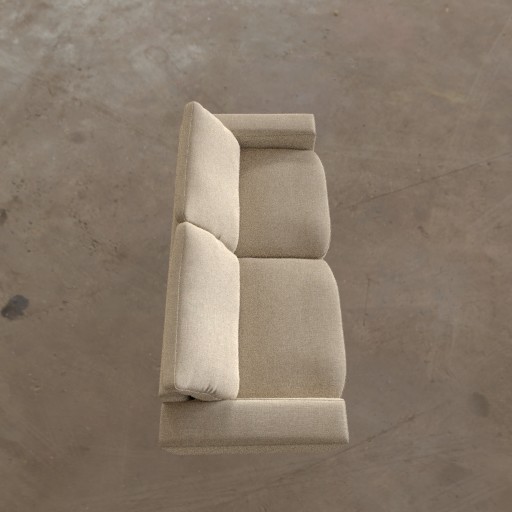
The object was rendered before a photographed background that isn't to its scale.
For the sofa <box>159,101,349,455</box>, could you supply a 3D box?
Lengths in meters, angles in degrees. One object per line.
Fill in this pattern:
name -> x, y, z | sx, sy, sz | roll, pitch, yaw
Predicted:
sofa -> 0.000, 0.000, 2.886 | 1.040, 0.922, 2.299 | -1, 62, -1
